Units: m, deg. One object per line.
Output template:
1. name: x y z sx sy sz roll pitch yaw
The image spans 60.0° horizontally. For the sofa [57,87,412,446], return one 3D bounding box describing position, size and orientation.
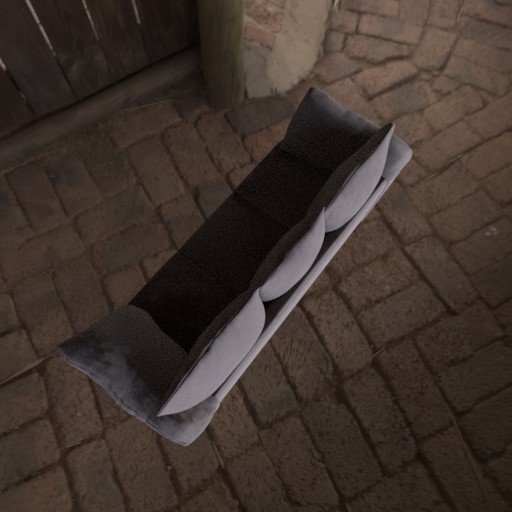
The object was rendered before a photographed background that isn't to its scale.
1. sofa: 0.000 0.000 2.868 0.893 0.981 2.377 35 70 15
